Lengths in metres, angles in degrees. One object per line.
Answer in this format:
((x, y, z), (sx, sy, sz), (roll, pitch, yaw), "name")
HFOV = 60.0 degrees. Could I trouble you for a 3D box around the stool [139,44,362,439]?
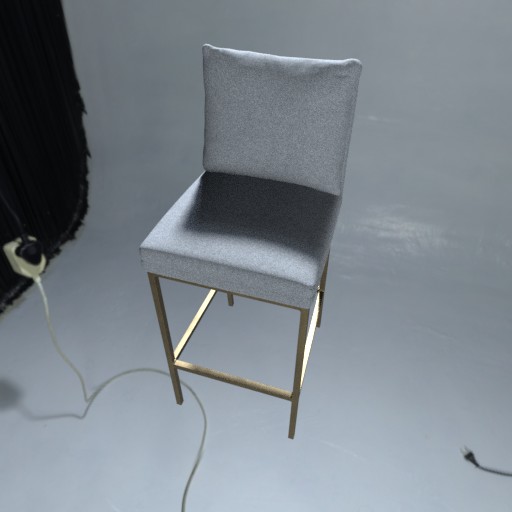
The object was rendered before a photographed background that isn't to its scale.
((0.000, 0.000, 1.404), (0.463, 1.130, 0.569), (12, 43, 13), "stool")
